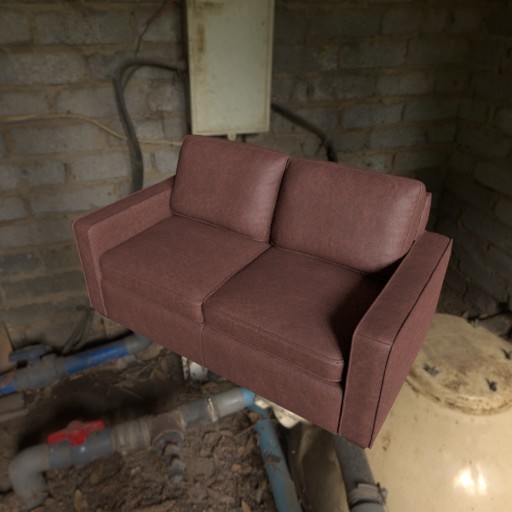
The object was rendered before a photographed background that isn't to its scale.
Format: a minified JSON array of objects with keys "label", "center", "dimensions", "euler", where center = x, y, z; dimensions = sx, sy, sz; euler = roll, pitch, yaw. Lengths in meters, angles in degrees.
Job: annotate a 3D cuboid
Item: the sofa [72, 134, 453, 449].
[{"label":"sofa","center":[0.000,0.000,2.276],"dimensions":[1.709,0.918,0.947],"euler":[19,36,28]}]
